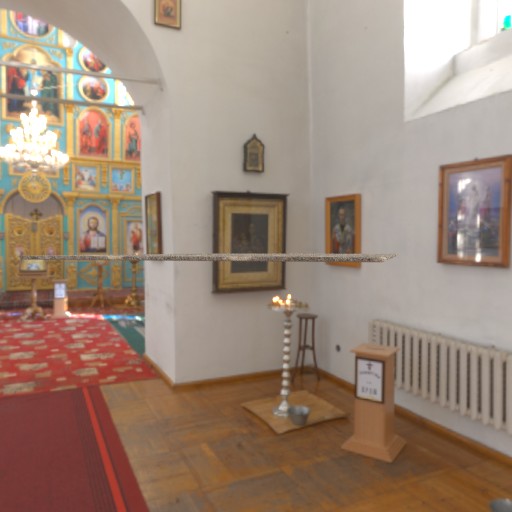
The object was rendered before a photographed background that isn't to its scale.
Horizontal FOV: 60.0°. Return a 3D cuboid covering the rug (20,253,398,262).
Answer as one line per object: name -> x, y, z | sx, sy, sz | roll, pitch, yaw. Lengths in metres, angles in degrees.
rug -> 0.000, 0.000, 4.028 | 2.399, 0.026, 3.000 | 0, 1, 19
